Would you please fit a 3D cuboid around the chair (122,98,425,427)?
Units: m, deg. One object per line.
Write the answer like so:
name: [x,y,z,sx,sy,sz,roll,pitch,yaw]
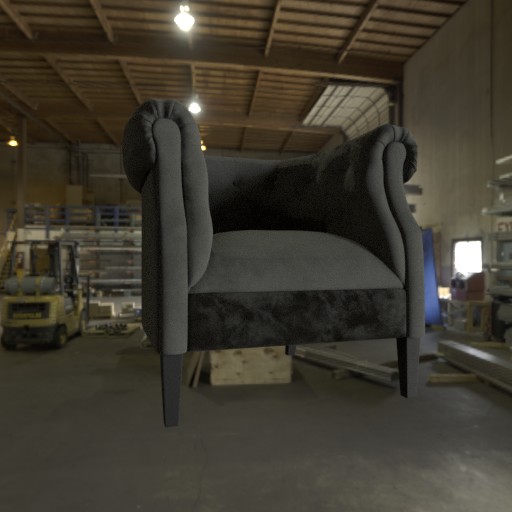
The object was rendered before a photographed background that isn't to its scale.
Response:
chair: [0.000,0.000,1.543,0.904,0.826,0.851,0,0,-19]
